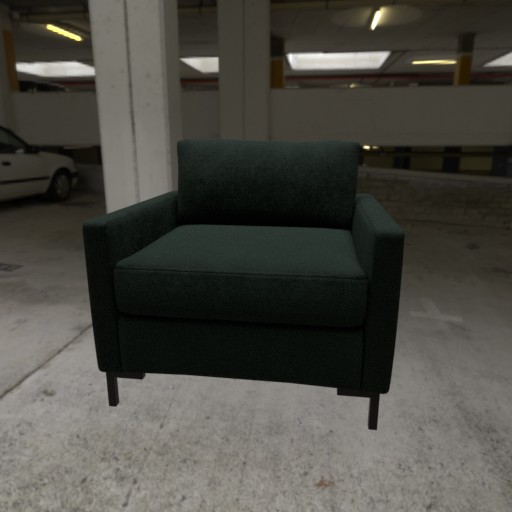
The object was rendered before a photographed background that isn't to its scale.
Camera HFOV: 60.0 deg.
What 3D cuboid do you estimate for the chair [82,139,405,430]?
[{"bbox_3d":[0.000,0.000,1.690,0.963,0.861,0.866,2,15,8],"label":"chair"}]
